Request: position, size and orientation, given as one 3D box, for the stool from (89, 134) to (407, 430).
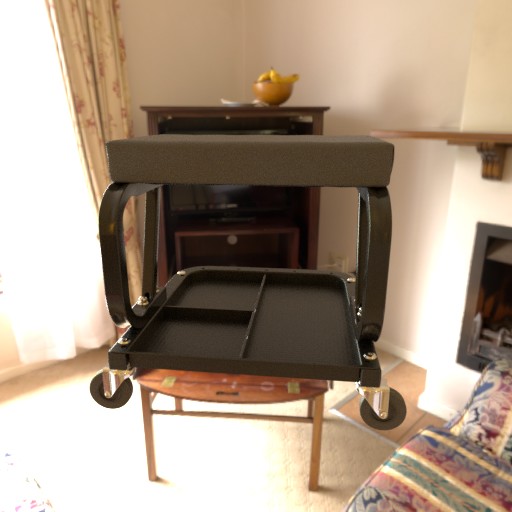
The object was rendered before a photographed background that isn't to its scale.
[{"bbox_3d":[0.000,0.000,0.729,0.446,0.380,0.371,2,18,7],"label":"stool"}]
